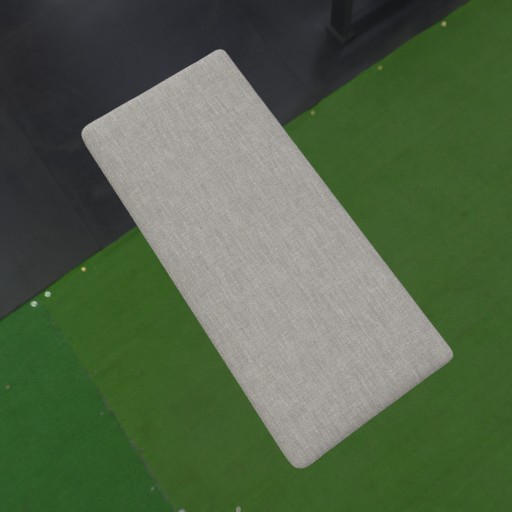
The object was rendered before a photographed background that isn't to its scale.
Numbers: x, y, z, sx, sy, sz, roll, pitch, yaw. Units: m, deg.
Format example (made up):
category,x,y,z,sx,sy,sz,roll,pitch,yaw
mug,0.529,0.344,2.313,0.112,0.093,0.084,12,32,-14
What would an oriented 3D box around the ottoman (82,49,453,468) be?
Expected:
category,x,y,z,sx,sy,sz,roll,pitch,yaw
ottoman,0.000,0.000,1.146,0.419,0.432,0.902,-33,79,-7
